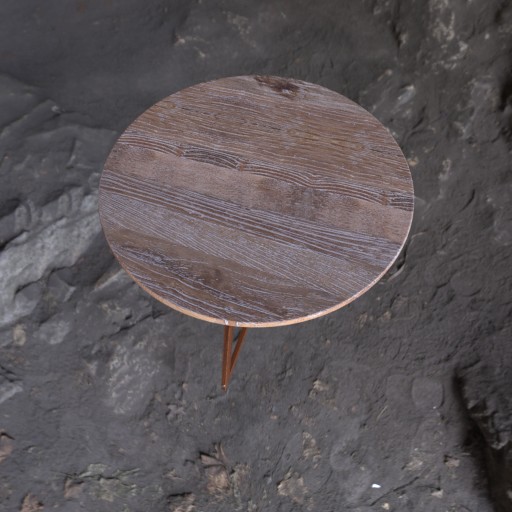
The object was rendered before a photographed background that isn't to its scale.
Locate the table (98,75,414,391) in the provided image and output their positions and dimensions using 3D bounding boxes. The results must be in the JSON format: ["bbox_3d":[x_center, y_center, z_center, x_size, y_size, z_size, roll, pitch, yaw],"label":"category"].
[{"bbox_3d":[0.000,0.000,0.925,0.500,0.500,0.500,0,60,0],"label":"table"}]
